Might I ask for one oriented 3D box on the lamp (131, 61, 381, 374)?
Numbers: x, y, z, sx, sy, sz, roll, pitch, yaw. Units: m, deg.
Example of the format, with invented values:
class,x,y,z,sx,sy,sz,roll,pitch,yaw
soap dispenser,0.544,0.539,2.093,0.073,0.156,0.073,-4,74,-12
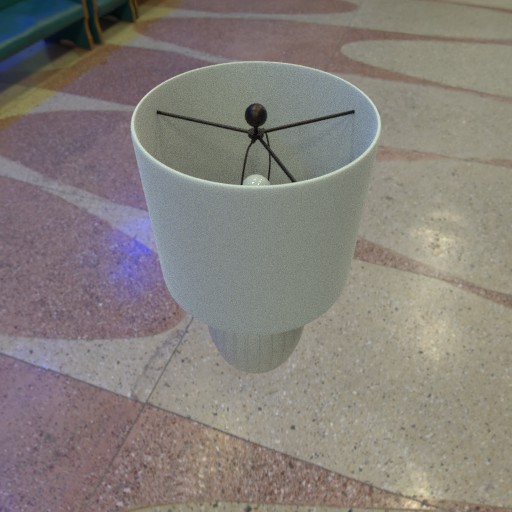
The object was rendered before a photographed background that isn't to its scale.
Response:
class,x,y,z,sx,sy,sz,roll,pitch,yaw
lamp,0.000,0.000,0.784,0.328,0.570,0.328,0,46,0
